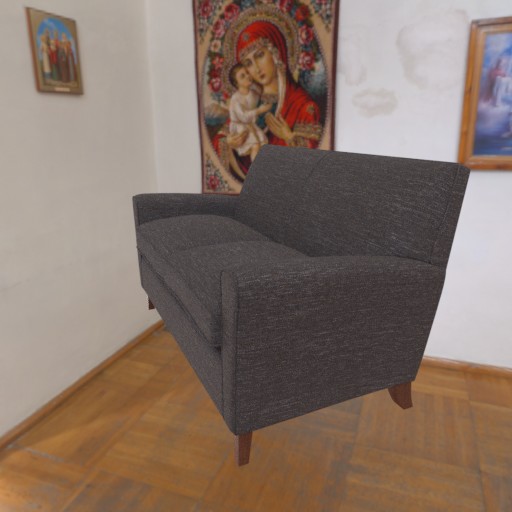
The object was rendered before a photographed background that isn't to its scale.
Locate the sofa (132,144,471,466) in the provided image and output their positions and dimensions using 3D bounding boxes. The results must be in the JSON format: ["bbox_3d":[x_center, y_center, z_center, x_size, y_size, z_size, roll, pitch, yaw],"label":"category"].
[{"bbox_3d":[0.000,0.000,1.995,0.867,0.905,1.509,-8,18,-24],"label":"sofa"}]
